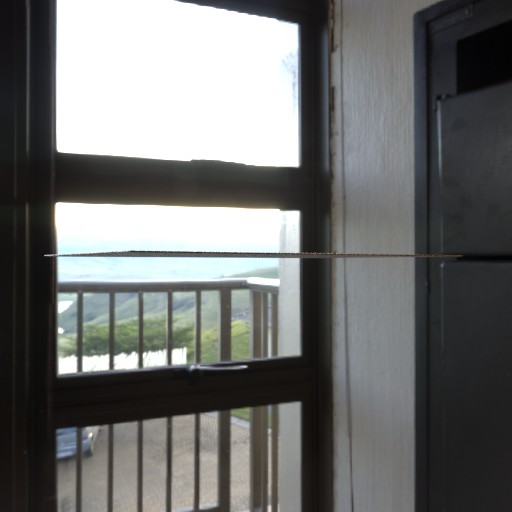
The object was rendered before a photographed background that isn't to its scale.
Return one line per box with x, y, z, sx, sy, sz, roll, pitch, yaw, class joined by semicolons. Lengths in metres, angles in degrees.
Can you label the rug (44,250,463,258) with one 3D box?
0.000;0.000;3.710;2.890;0.013;2.005;1;-1;-36;rug
